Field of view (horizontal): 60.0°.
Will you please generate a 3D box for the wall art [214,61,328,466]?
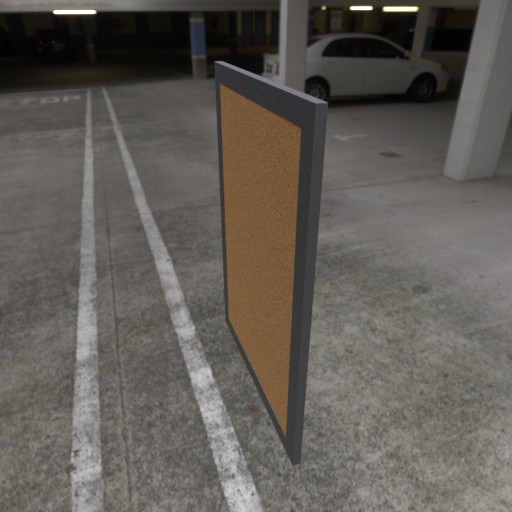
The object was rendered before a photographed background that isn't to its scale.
[{"bbox_3d":[0.000,0.000,0.705,0.013,0.534,0.380,-10,31,-17],"label":"wall art"}]
